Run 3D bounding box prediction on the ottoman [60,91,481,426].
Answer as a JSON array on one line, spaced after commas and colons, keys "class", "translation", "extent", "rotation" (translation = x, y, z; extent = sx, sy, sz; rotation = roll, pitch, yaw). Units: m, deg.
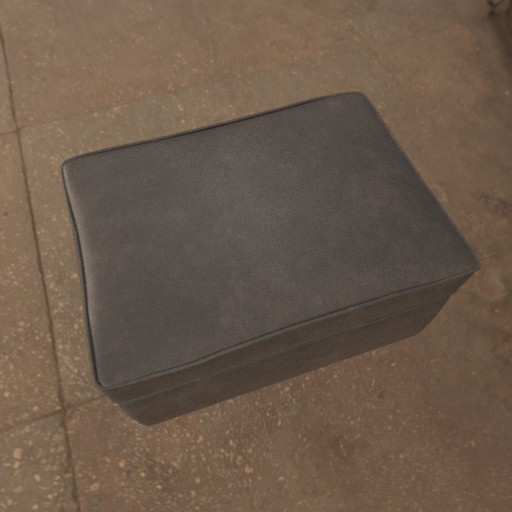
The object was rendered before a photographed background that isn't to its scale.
[{"class": "ottoman", "translation": [0.000, 0.000, 1.078], "extent": [0.756, 0.445, 0.554], "rotation": [-16, 61, -9]}]
